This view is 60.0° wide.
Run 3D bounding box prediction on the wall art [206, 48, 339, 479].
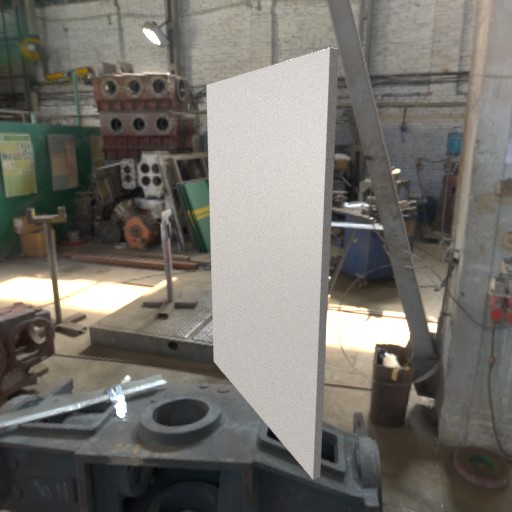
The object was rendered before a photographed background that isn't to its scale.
[{"bbox_3d":[0.000,0.000,0.611,0.010,0.474,0.325,-7,16,-26],"label":"wall art"}]
